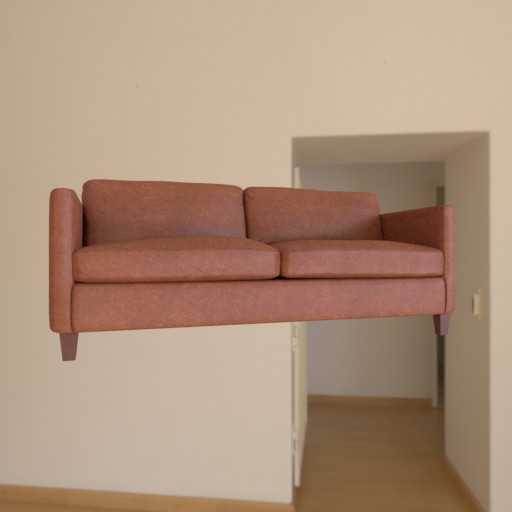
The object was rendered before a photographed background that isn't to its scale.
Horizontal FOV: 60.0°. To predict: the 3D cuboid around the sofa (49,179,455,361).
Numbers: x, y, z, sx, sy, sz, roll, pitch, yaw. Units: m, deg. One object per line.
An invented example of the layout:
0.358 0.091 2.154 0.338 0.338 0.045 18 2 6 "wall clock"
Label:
0.000 0.000 2.691 2.204 0.932 0.950 0 0 -18 "sofa"
